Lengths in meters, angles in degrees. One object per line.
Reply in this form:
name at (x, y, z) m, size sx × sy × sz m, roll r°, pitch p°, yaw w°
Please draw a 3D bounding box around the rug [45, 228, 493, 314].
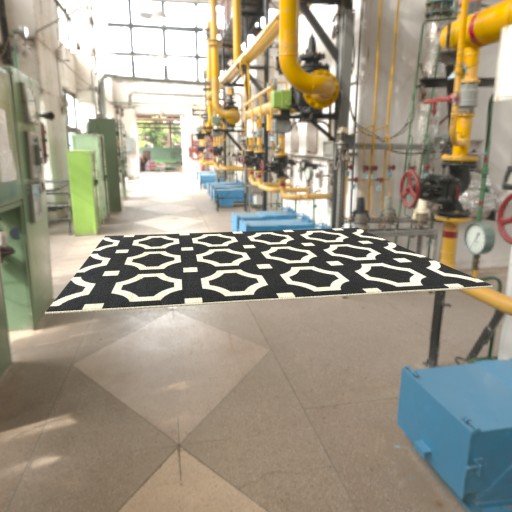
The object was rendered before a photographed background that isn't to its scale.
rug at (0.000, 0.000, 4.125) m, size 3.049 × 0.021 × 2.466 m, roll -2°, pitch 14°, yaw -10°
